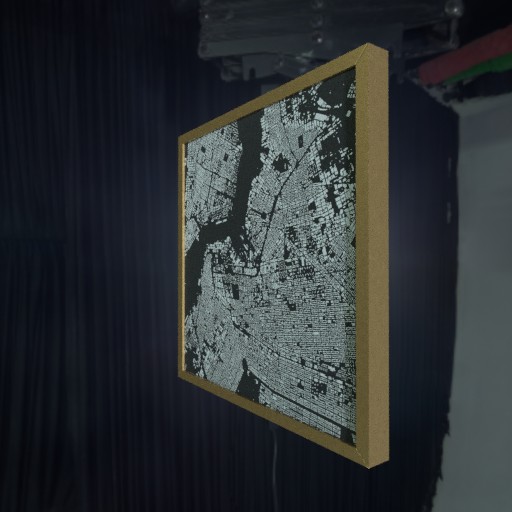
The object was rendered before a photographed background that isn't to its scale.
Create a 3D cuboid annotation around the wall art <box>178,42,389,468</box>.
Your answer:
[{"bbox_3d":[0.000,0.000,1.883,0.095,1.284,1.284,0,0,-36],"label":"wall art"}]
